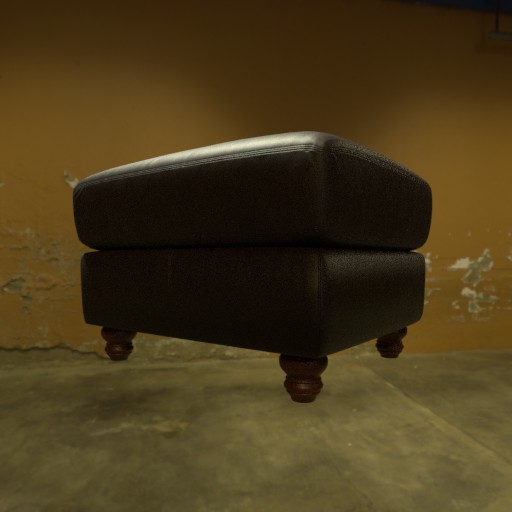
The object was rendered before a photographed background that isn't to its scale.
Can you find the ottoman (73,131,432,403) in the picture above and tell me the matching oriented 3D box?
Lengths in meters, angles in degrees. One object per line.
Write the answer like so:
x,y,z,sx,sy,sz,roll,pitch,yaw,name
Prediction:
0.000,0.000,1.239,0.806,0.569,0.670,0,0,37,ottoman
